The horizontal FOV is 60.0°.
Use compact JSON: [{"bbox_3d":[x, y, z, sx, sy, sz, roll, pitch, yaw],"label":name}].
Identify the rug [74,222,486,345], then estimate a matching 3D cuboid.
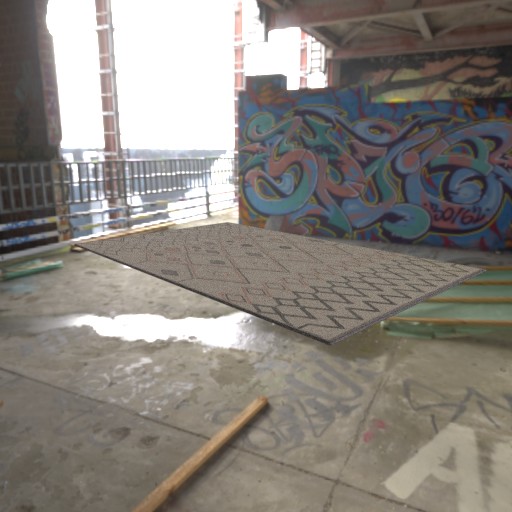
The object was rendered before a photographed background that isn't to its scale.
[{"bbox_3d":[0.000,0.000,3.026,1.524,0.015,2.438,-12,18,-42],"label":"rug"}]
